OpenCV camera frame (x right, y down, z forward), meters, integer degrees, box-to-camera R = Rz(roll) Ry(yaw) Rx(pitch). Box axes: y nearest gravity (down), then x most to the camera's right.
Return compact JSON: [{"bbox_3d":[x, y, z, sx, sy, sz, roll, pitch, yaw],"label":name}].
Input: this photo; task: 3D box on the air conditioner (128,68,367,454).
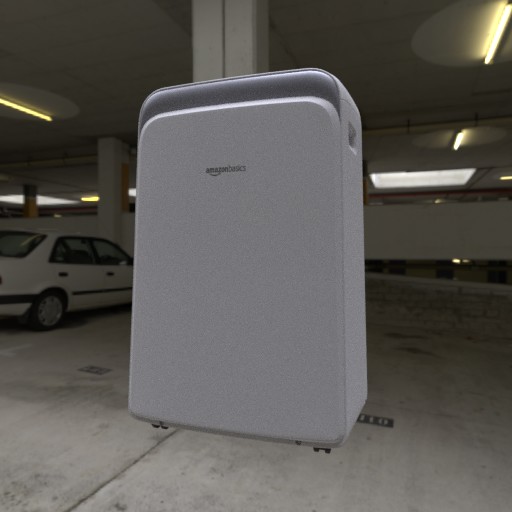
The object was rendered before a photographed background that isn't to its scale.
[{"bbox_3d":[0.000,0.000,0.950,0.454,0.700,0.365,0,1,19],"label":"air conditioner"}]
